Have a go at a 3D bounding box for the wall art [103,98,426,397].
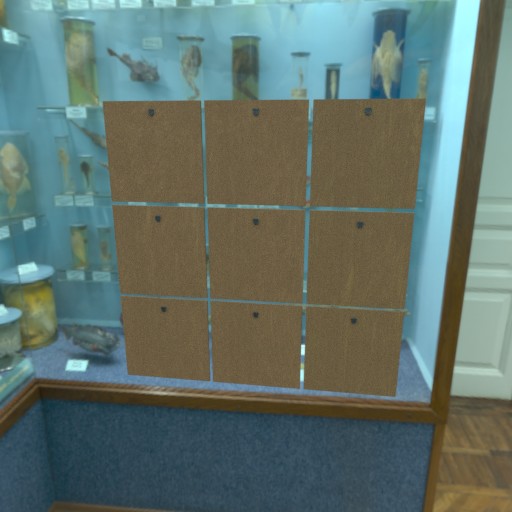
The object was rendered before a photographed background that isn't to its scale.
[{"bbox_3d":[0.000,0.000,2.289,1.526,1.522,0.023,2,17,8],"label":"wall art"}]
